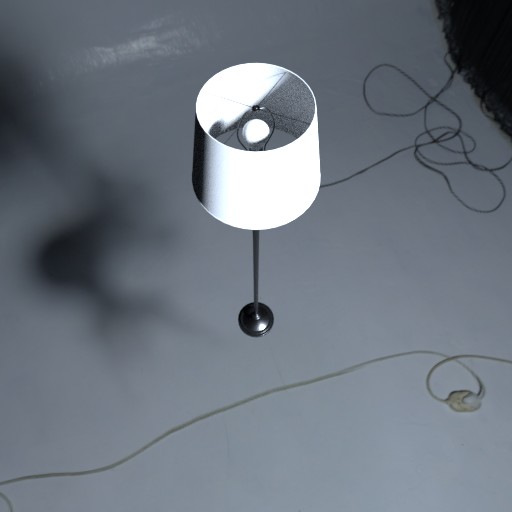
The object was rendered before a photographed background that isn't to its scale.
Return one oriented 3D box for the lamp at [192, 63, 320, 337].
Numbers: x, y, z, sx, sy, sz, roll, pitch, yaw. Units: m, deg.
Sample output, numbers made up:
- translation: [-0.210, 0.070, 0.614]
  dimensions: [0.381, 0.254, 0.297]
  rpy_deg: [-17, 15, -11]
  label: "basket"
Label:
- translation: [0.000, 0.000, 1.792]
  dimensions: [0.379, 1.623, 0.379]
  rpy_deg: [0, 63, 0]
  label: "lamp"
